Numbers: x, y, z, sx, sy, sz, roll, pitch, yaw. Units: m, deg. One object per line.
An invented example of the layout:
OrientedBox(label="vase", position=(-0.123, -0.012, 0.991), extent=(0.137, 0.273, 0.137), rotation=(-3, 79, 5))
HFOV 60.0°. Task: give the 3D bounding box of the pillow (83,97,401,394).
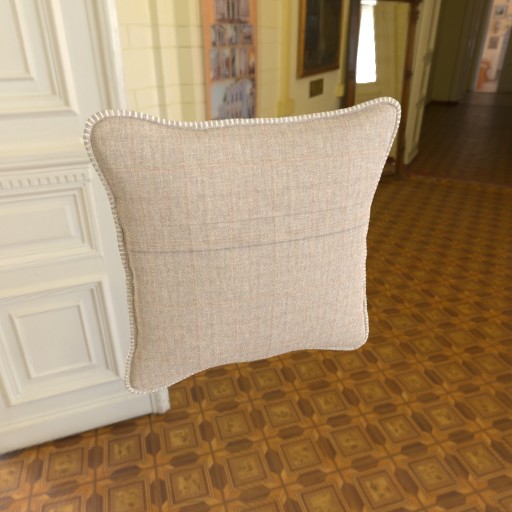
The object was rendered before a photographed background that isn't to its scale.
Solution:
OrientedBox(label="pillow", position=(0.000, 0.000, 0.748), extent=(0.485, 0.494, 0.124), rotation=(-8, 28, -15))
